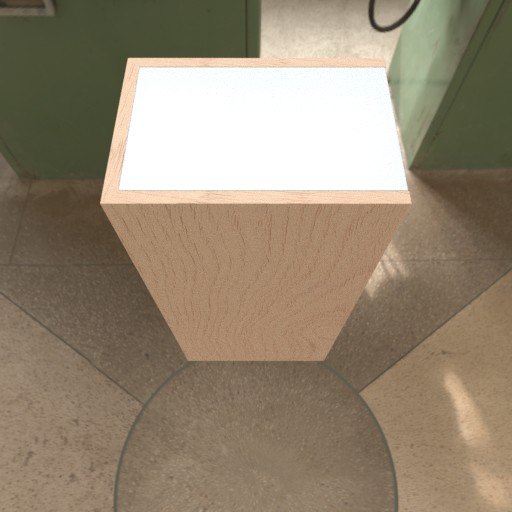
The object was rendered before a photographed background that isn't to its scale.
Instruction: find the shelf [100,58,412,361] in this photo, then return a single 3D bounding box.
[{"bbox_3d":[0.000,0.000,0.724,0.290,0.600,0.200,0,63,0],"label":"shelf"}]
